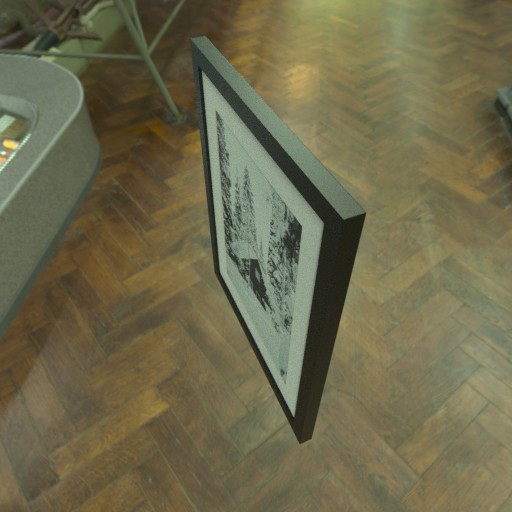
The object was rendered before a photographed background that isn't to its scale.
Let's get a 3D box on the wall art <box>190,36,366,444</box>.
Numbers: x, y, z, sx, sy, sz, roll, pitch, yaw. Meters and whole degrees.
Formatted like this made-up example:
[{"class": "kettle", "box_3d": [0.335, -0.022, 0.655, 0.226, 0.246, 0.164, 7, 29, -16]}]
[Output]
[{"class": "wall art", "box_3d": [0.000, 0.000, 0.539, 0.018, 0.397, 0.325, -18, 50, -16]}]
